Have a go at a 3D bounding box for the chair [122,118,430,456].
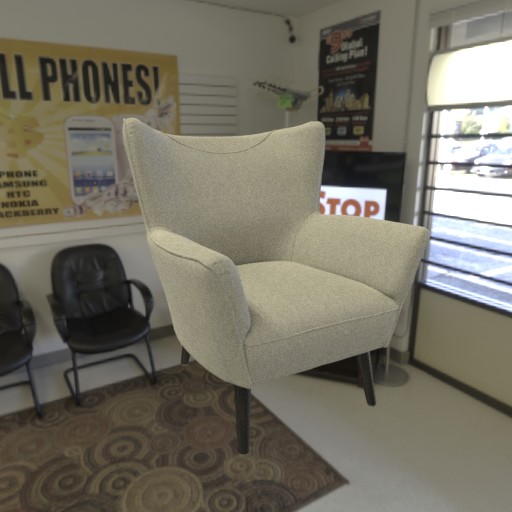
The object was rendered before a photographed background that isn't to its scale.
[{"bbox_3d":[0.000,0.000,1.566,0.781,0.933,0.888,-8,17,-28],"label":"chair"}]
